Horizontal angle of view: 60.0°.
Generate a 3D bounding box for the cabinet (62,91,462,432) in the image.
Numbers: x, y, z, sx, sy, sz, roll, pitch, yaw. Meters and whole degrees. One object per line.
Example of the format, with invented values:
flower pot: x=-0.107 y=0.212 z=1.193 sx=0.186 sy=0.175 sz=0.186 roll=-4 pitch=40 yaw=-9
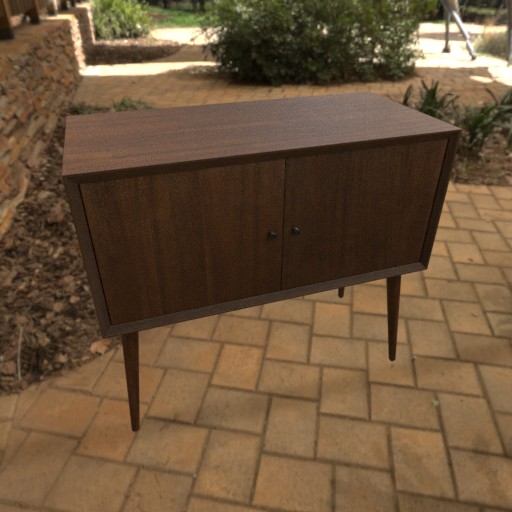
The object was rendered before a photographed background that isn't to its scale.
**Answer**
cabinet: x=0.000 y=0.000 z=1.091 sx=0.743 sy=0.654 sz=0.354 roll=-10 pitch=34 yaw=-16
